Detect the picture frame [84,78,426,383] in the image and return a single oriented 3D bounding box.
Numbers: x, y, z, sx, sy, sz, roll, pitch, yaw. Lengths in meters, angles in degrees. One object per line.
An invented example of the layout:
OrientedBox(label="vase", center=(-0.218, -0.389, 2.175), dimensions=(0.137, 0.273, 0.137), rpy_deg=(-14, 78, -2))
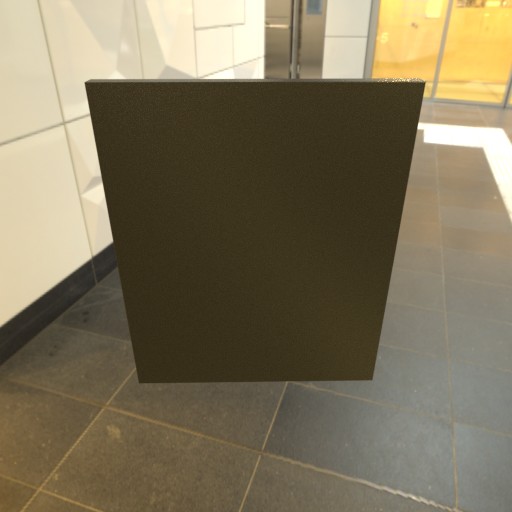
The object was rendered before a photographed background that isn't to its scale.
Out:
OrientedBox(label="picture frame", center=(0.000, 0.000, 0.747), dimensions=(0.460, 0.556, 0.028), rpy_deg=(0, 30, -1))
